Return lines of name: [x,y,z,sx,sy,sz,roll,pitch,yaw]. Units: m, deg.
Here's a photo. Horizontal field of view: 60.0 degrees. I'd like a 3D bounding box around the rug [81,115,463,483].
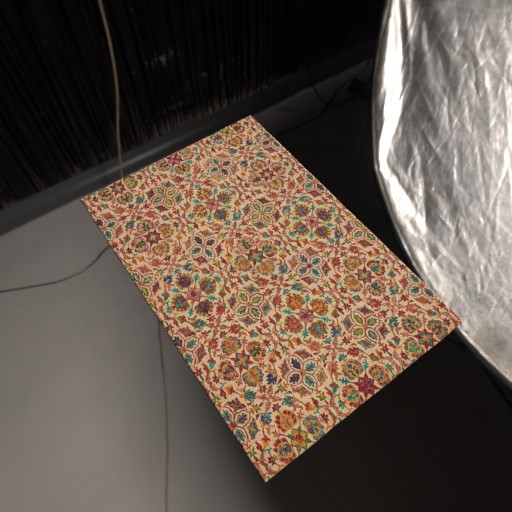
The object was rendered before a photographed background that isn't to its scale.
rug: [0.000,0.000,3.015,1.541,0.018,2.297,-32,64,-18]
